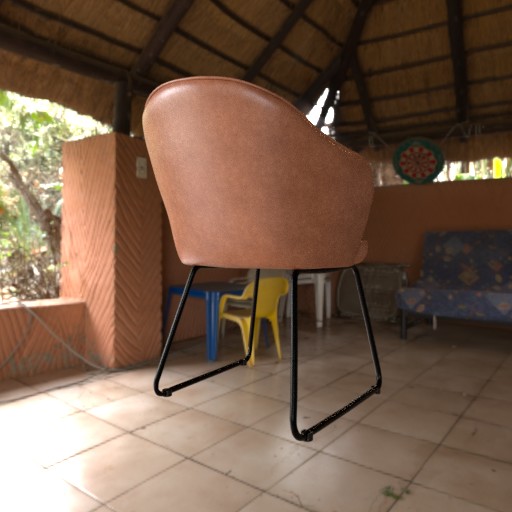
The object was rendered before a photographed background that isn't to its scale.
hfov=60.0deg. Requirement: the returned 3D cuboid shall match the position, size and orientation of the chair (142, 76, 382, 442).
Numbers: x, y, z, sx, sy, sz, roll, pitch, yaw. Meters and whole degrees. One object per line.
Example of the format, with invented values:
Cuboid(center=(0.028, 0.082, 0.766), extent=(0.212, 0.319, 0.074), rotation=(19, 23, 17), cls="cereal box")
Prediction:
Cuboid(center=(0.000, 0.000, 1.205), extent=(0.582, 0.785, 0.580), rotation=(1, 2, 36), cls="chair")
